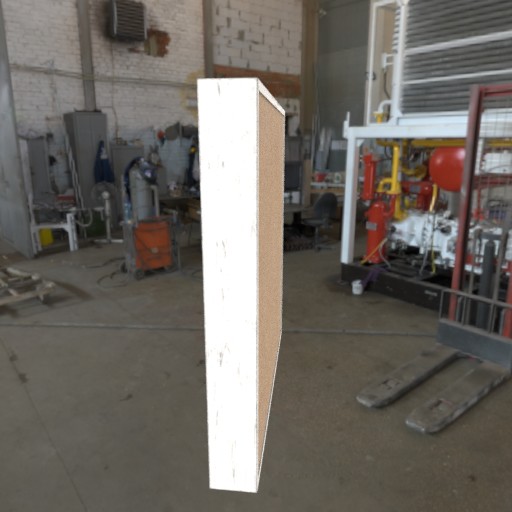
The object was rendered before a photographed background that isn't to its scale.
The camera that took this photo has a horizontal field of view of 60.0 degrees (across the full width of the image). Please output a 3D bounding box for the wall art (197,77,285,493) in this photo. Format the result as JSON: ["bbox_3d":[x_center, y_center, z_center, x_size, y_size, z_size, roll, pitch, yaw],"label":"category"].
[{"bbox_3d":[0.000,0.000,0.458,0.038,0.305,0.305,2,15,7],"label":"wall art"}]
